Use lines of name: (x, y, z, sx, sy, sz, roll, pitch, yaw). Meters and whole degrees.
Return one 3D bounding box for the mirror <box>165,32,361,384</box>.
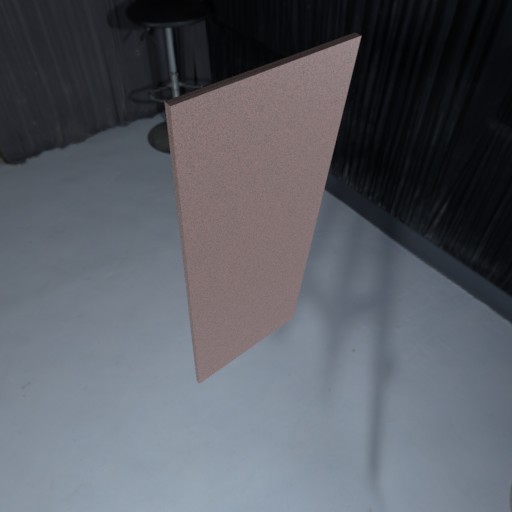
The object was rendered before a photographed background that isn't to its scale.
mirror: (0.000, 0.000, 2.249, 0.812, 2.020, 0.221, -31, 54, -25)
